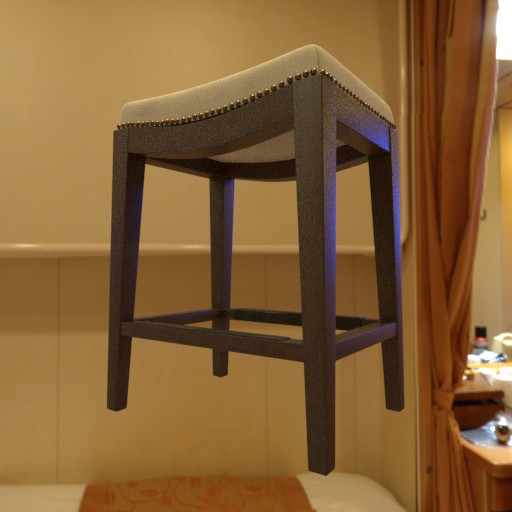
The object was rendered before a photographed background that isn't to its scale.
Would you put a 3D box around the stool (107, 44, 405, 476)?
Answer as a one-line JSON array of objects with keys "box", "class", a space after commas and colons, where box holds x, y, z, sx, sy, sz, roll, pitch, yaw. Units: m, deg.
[{"box": [0.000, 0.000, 0.921, 0.500, 0.642, 0.361, -1, -1, 35], "class": "stool"}]
